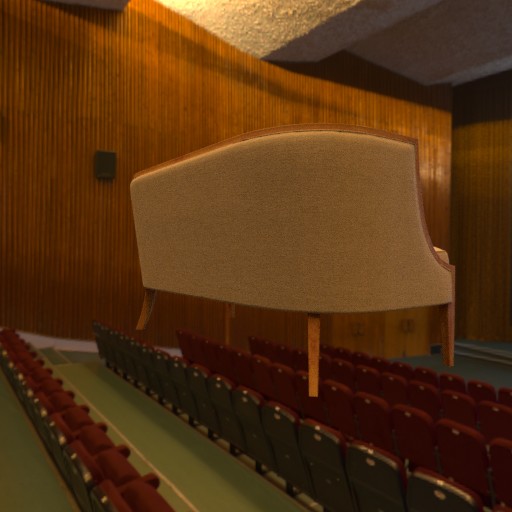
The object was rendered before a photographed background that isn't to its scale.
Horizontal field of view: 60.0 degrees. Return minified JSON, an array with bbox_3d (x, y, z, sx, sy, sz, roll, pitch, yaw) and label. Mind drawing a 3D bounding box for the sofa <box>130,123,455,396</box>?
[{"bbox_3d":[0.000,0.000,1.951,0.770,0.775,1.474,-1,1,-36],"label":"sofa"}]
